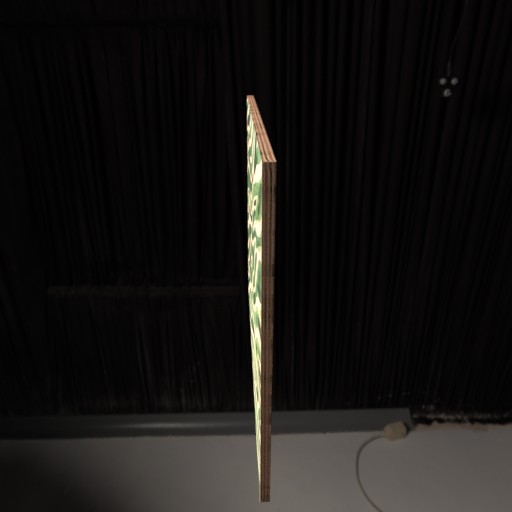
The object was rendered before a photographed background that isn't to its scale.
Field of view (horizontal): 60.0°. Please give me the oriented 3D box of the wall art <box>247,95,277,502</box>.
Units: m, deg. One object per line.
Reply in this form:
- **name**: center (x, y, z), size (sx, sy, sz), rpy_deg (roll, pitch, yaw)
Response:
- **wall art**: center (0.000, 0.000, 0.669), size (0.012, 0.408, 0.508), rpy_deg (-1, 26, -2)
